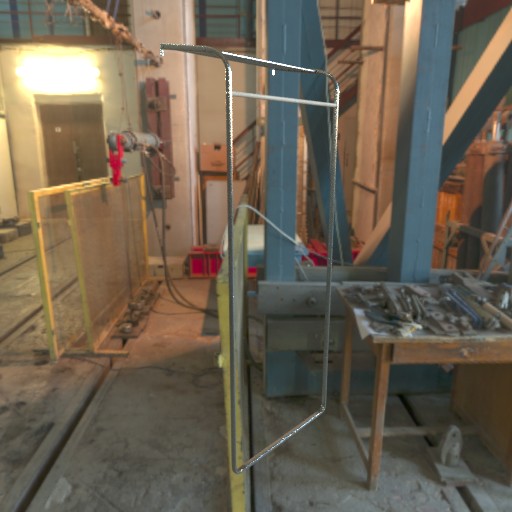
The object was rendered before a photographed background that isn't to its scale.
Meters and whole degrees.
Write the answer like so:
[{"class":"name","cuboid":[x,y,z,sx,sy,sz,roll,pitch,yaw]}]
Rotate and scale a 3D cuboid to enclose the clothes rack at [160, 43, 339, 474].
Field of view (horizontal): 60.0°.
[{"class":"clothes rack","cuboid":[0.000,0.000,1.827,0.349,1.574,0.609,13,19,42]}]
